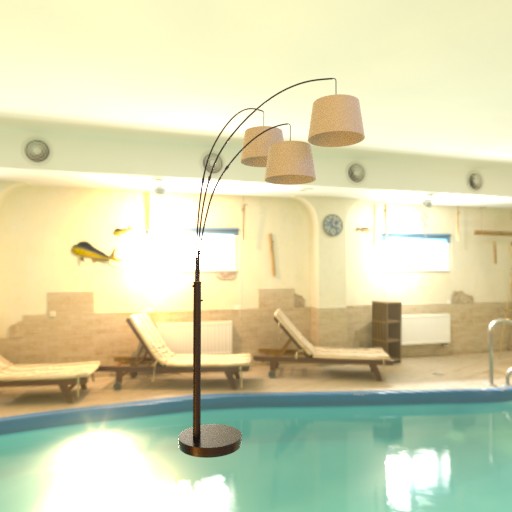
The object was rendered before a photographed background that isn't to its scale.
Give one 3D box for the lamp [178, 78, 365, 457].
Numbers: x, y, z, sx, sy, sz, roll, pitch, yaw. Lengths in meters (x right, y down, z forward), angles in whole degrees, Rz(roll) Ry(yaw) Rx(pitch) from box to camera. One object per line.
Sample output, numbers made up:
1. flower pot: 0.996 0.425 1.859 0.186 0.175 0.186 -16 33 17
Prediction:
1. lamp: 0.000 0.000 2.493 0.924 1.950 0.951 1 -2 -36
